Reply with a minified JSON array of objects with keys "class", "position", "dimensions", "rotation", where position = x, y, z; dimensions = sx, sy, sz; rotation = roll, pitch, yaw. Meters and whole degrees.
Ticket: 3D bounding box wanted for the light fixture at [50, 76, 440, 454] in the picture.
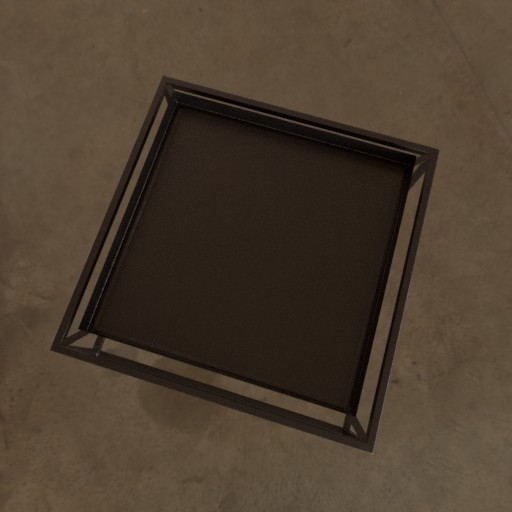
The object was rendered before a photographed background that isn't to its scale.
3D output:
[{"class":"light fixture","position":[0.000,0.000,0.690],"dimensions":[0.441,0.191,0.441],"rotation":[16,76,4]}]
